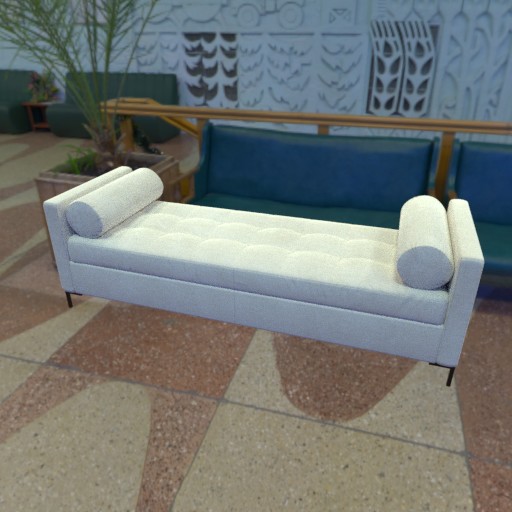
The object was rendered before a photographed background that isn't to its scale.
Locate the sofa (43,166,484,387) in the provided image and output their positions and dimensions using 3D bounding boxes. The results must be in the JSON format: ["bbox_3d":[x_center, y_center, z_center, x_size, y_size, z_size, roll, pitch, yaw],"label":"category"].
[{"bbox_3d":[0.000,0.000,2.308,1.981,0.635,0.686,8,28,16],"label":"sofa"}]
